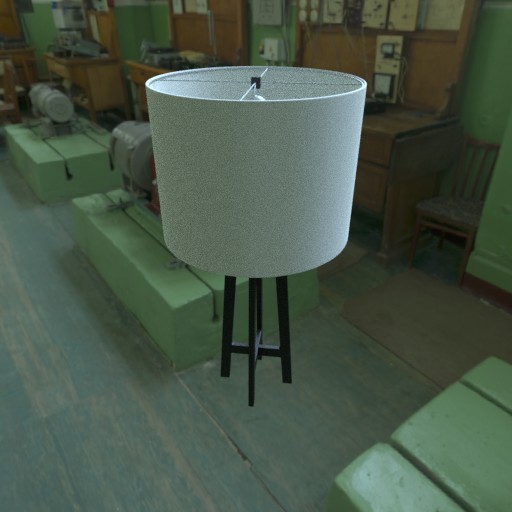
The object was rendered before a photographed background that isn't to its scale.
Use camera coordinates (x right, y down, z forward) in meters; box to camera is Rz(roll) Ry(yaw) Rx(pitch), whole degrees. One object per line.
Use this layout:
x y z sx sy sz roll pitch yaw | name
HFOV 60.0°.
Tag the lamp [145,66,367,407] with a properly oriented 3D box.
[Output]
0.000 0.000 0.646 0.257 0.489 0.257 -21 36 -32 | lamp
